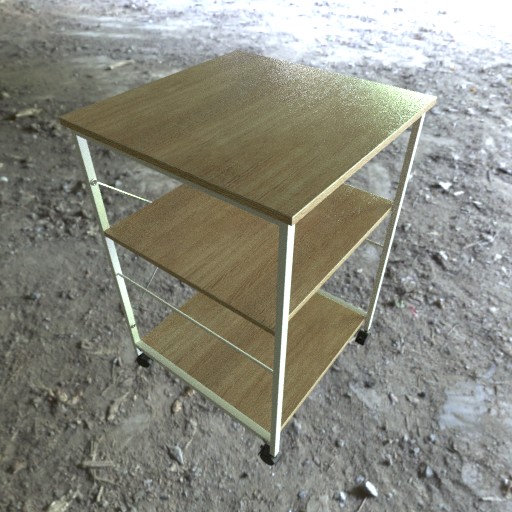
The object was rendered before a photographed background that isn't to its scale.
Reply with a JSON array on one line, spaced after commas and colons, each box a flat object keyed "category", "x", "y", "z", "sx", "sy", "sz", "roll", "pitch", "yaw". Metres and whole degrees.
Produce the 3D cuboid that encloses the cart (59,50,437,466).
[{"category": "cart", "x": 0.000, "y": 0.000, "z": 1.103, "sx": 0.520, "sy": 0.762, "sz": 0.521, "roll": 27, "pitch": 47, "yaw": 27}]
